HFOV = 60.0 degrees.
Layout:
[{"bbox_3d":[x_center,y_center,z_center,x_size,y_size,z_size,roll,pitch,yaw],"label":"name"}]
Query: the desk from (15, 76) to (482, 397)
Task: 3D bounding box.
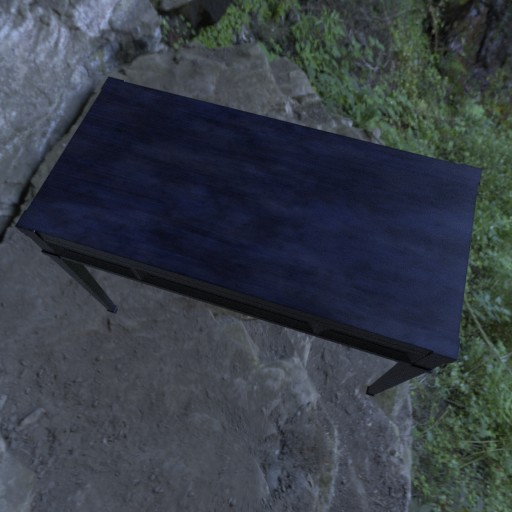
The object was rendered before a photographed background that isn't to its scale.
[{"bbox_3d":[0.000,0.000,1.736,1.289,0.861,0.630,16,66,7],"label":"desk"}]
